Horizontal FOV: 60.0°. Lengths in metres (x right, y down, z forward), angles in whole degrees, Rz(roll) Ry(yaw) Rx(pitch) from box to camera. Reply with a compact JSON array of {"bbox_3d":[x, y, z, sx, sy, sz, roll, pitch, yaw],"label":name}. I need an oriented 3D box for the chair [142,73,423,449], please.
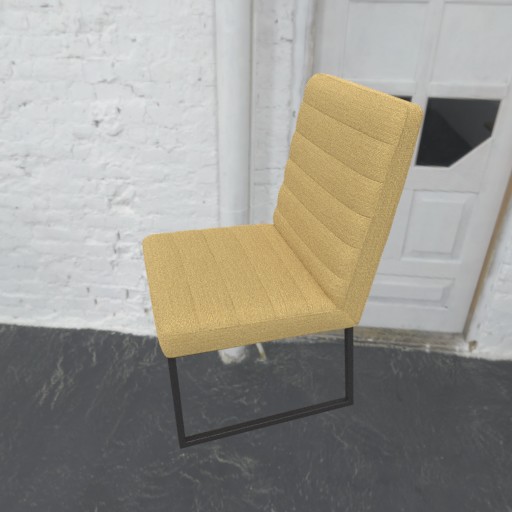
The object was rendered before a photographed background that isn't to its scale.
[{"bbox_3d":[0.000,0.000,1.308,0.634,0.930,0.520,-9,32,-14],"label":"chair"}]
